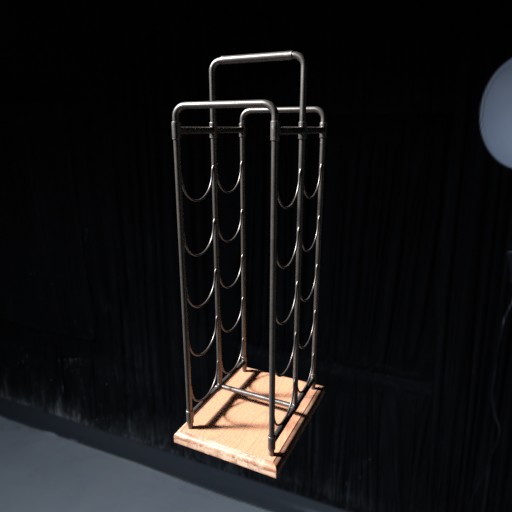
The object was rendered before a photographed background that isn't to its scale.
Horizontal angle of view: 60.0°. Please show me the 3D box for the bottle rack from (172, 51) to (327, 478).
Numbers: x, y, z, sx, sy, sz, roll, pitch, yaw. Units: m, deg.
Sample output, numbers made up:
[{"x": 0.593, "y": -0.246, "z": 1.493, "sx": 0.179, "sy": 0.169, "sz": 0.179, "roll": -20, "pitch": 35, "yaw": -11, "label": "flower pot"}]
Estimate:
[{"x": 0.000, "y": 0.000, "z": 0.810, "sx": 0.208, "sy": 0.680, "sz": 0.276, "roll": 8, "pitch": 18, "yaw": 24, "label": "bottle rack"}]
